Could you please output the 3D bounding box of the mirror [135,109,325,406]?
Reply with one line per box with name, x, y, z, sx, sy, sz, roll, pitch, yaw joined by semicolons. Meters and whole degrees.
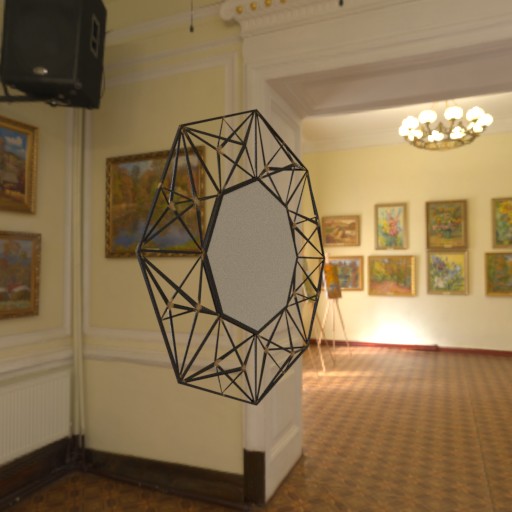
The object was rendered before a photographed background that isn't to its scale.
mirror;0.000;0.000;1.062;0.094;0.710;0.710;-1;-2;36
